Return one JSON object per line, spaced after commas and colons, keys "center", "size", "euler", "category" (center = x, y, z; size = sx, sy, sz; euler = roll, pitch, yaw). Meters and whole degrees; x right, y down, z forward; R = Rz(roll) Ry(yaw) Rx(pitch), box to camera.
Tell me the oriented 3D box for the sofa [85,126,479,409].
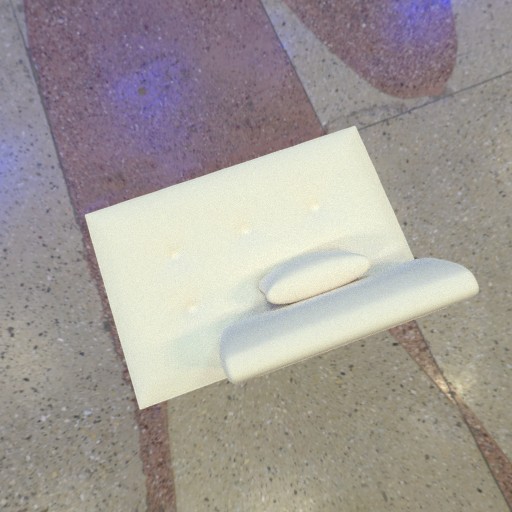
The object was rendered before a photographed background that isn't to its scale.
{"center": [0.000, 0.000, 2.052], "size": [1.450, 0.820, 1.000], "euler": [-19, 78, -4], "category": "sofa"}
